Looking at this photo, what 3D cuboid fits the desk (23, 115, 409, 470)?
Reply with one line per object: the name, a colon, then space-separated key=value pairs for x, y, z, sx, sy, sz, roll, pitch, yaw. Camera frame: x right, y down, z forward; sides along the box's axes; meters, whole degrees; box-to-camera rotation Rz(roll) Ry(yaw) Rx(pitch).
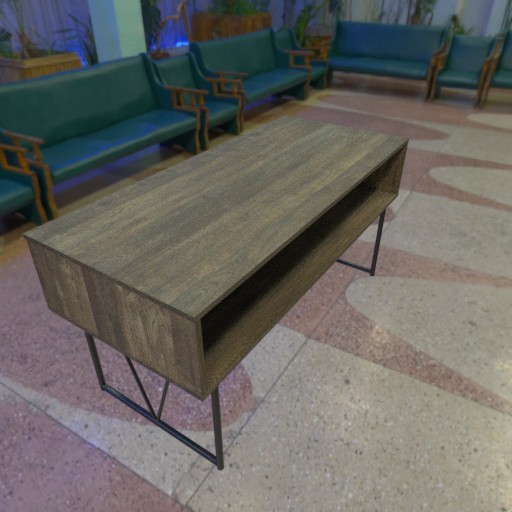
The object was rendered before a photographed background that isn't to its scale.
desk: x=0.000 y=0.000 z=2.001 sx=0.730 sy=0.780 sz=1.600 roll=20 pitch=38 yaw=28
